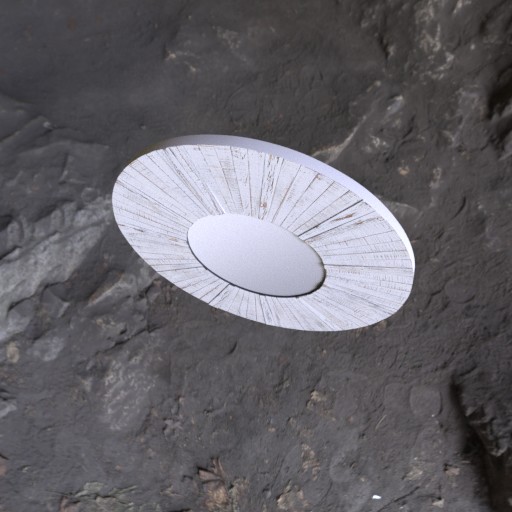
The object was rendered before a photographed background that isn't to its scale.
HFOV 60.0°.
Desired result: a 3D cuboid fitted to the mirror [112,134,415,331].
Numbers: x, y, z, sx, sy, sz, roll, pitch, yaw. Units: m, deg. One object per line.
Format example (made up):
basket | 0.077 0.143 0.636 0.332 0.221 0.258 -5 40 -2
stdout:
mirror | 0.000 0.000 1.353 0.914 0.914 0.038 15 59 9
